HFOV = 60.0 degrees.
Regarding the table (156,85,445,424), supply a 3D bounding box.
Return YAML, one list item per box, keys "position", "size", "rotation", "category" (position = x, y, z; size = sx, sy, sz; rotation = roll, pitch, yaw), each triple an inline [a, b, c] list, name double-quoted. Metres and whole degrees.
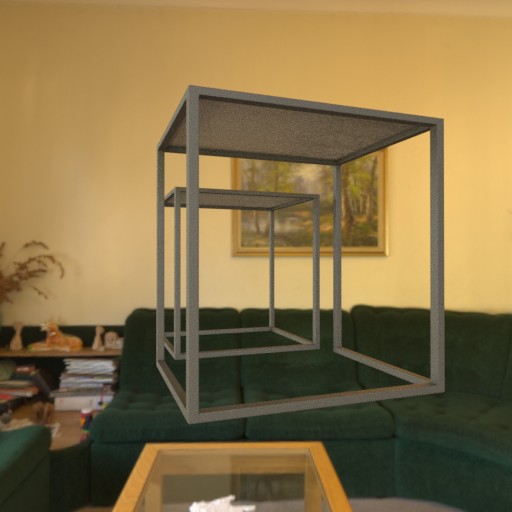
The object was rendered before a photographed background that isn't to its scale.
- position: [0.000, 0.000, 1.160]
  size: [0.508, 0.540, 0.788]
  rotation: [0, 0, -20]
  category: "table"
